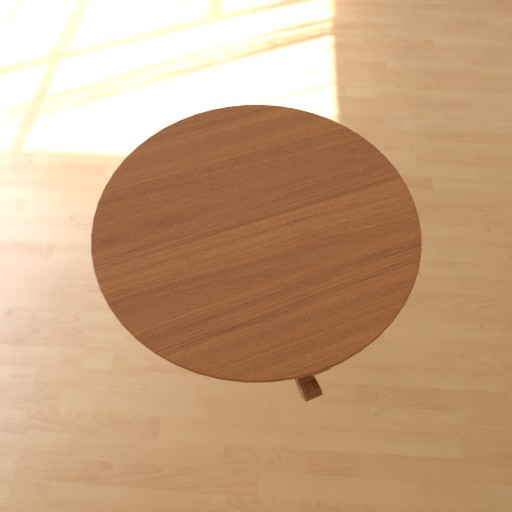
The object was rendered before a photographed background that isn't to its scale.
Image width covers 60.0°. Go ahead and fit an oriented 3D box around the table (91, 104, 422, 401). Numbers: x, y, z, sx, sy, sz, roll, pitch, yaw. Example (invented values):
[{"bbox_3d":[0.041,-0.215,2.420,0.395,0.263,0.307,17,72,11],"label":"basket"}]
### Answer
[{"bbox_3d":[0.000,0.000,1.604,1.029,0.490,1.029,0,60,0],"label":"table"}]
